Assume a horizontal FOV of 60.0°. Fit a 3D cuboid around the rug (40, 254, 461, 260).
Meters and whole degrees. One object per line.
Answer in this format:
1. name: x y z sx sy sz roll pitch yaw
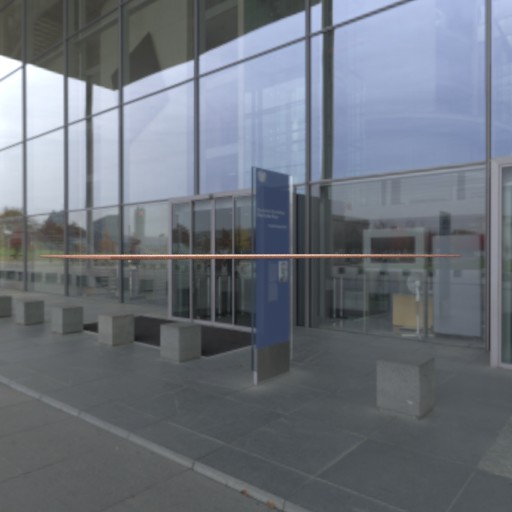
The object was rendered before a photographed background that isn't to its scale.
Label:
1. rug: 0.000 0.000 3.020 2.438 0.014 1.524 0 0 -35
